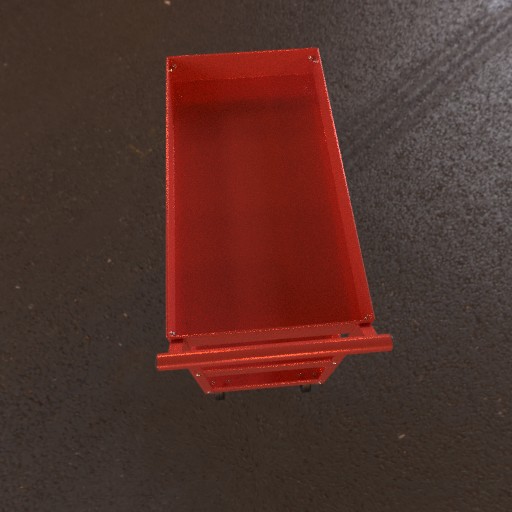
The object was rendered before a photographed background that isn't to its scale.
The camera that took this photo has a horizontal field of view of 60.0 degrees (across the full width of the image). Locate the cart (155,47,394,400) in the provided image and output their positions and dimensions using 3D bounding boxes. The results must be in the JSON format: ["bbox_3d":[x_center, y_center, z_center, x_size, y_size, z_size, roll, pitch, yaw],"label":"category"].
[{"bbox_3d":[0.000,0.000,1.177,0.366,0.780,0.719,-4,65,-2],"label":"cart"}]
